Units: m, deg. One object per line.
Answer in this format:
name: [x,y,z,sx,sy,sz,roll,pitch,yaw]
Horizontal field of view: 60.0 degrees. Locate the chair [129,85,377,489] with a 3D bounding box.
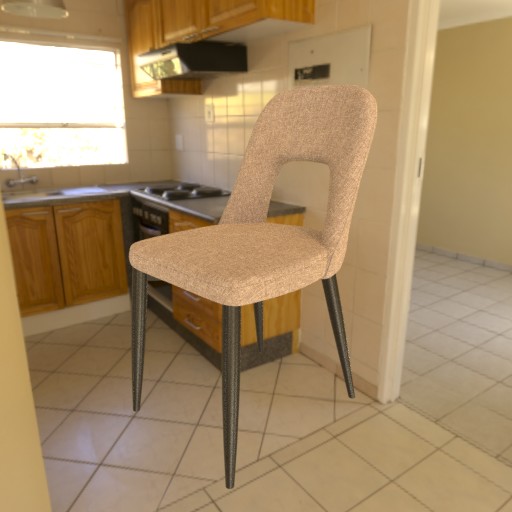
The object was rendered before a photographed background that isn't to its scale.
chair: [0.000,0.000,1.250,0.470,0.931,0.612,16,22,43]
